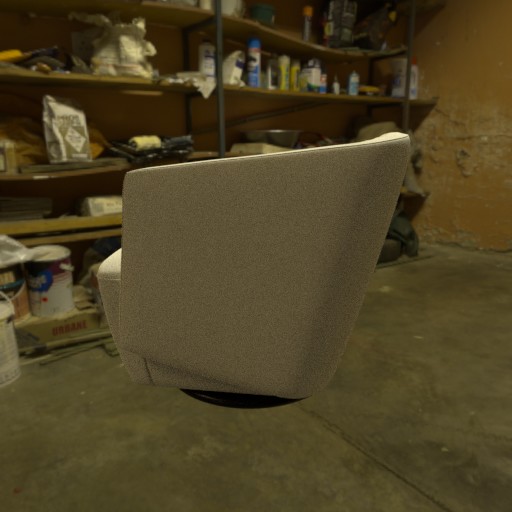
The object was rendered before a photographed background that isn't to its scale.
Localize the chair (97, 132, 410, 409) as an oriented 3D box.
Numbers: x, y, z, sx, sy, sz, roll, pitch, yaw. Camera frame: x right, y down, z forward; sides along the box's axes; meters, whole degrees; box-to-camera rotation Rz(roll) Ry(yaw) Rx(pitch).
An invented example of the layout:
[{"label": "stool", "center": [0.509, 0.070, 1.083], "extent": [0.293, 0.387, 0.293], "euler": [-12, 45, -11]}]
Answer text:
[{"label": "chair", "center": [0.000, 0.000, 1.614], "extent": [0.986, 0.861, 0.822], "euler": [2, 14, 9]}]
